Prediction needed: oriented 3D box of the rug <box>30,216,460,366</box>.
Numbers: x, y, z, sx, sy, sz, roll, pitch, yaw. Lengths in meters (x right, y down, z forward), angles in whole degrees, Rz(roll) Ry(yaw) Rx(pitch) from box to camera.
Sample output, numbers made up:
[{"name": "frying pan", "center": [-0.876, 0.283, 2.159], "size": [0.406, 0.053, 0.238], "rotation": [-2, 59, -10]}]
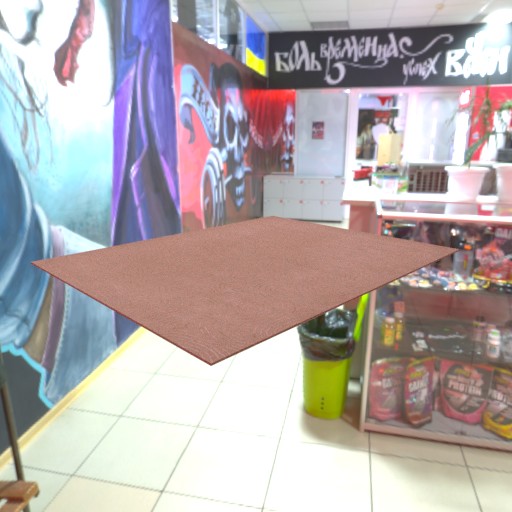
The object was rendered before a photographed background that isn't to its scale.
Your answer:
[{"name": "rug", "center": [0.000, 0.000, 3.399], "size": [2.584, 0.011, 2.073], "rotation": [-15, 22, -43]}]
